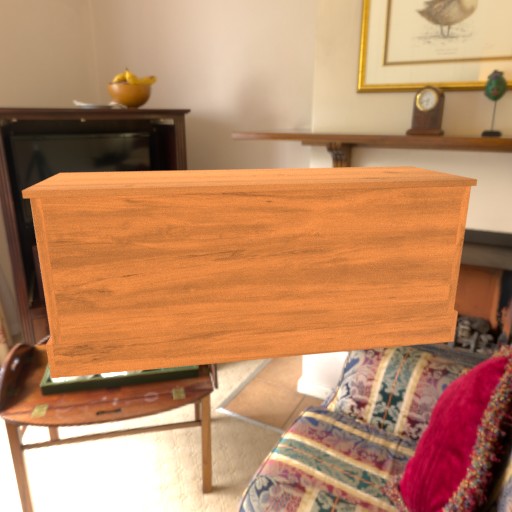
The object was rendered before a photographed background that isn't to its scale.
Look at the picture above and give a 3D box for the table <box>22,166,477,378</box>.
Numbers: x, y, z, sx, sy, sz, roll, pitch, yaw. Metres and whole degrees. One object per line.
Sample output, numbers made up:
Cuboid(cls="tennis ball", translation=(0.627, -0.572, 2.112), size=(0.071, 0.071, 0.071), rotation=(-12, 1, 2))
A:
Cuboid(cls="table", translation=(0.000, 0.000, 1.416), size=(1.200, 0.510, 0.400), rotation=(-3, 17, -10))
